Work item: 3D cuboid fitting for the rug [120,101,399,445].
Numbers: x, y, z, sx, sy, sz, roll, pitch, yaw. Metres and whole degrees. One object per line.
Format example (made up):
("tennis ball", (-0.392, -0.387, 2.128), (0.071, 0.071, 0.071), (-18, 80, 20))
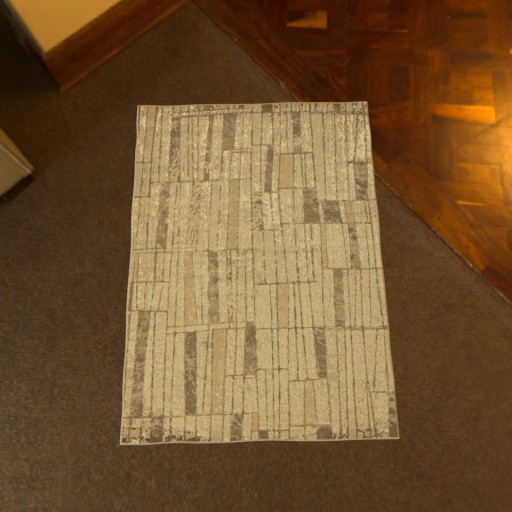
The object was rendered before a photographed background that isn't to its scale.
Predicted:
("rug", (0.000, 0.000, 4.286), (2.449, 0.019, 3.357), (-1, 75, 0))
